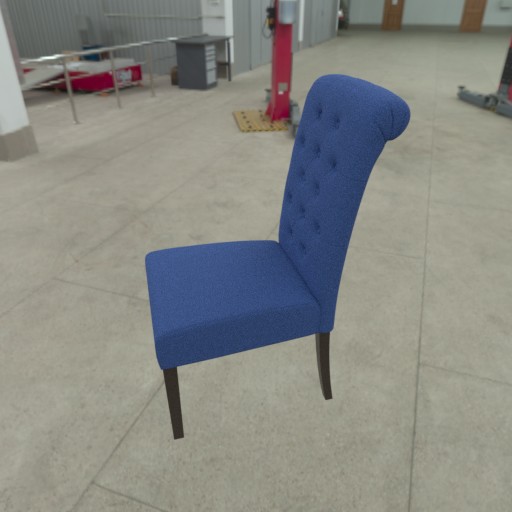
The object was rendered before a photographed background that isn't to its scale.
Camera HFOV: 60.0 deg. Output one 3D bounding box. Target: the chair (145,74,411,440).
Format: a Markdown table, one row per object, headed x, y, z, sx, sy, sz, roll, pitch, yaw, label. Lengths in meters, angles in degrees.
| x | y | z | sx | sy | sz | roll | pitch | yaw | label |
| --- | --- | --- | --- | --- | --- | --- | --- | --- | --- |
| 0.000 | 0.000 | 1.371 | 0.671 | 1.006 | 0.456 | -8 | 31 | -13 | chair |
